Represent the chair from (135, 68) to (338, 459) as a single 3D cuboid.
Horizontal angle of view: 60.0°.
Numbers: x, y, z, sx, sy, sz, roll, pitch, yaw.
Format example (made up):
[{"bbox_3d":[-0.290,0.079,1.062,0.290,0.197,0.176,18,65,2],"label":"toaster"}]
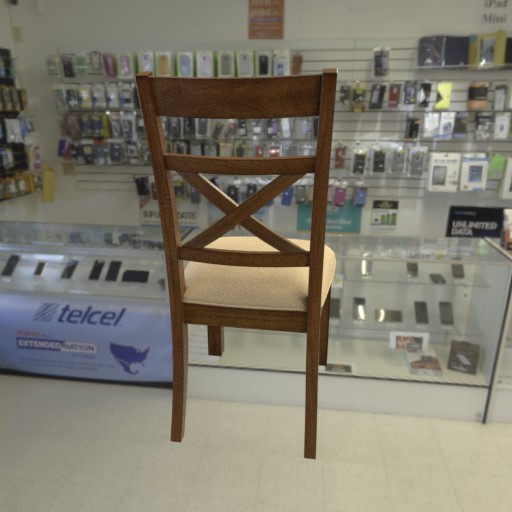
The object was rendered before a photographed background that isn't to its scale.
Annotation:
[{"bbox_3d":[0.000,0.000,1.275,0.461,0.949,0.581,3,18,9],"label":"chair"}]
